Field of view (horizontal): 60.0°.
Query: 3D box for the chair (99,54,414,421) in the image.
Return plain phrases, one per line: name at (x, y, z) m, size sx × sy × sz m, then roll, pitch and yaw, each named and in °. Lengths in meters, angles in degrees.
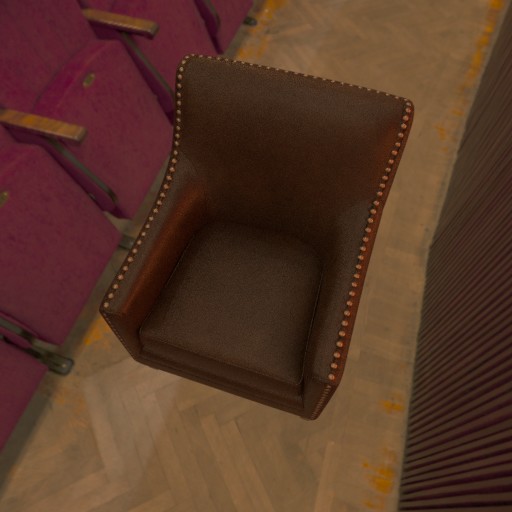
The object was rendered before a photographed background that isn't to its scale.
chair at (0.000, 0.000, 1.328) m, size 0.639 × 0.813 × 0.704 m, roll 16°, pitch 60°, yaw 9°
